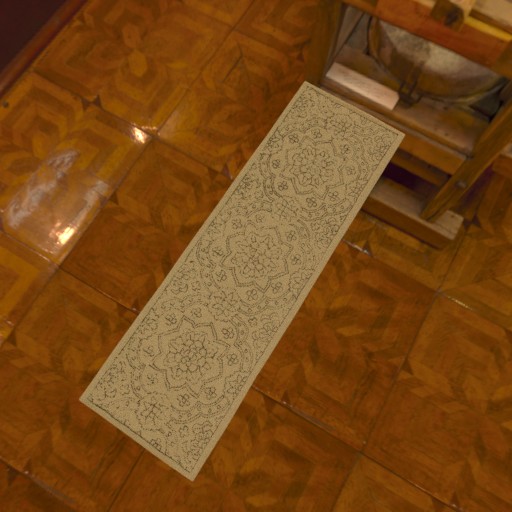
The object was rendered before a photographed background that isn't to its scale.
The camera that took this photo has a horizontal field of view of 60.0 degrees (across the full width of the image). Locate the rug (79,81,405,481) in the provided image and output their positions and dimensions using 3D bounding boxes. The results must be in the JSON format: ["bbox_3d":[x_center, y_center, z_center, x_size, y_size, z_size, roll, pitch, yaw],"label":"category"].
[{"bbox_3d":[0.000,0.000,2.670,0.769,0.012,2.448,31,77,8],"label":"rug"}]
